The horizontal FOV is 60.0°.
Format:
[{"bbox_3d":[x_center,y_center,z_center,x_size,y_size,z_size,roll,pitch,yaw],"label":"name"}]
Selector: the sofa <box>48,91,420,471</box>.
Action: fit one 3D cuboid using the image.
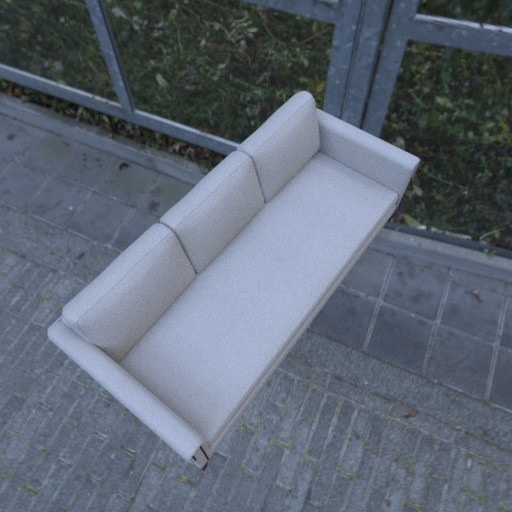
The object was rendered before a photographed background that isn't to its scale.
[{"bbox_3d":[0.000,0.000,2.689,0.959,0.838,2.210,33,64,19],"label":"sofa"}]
